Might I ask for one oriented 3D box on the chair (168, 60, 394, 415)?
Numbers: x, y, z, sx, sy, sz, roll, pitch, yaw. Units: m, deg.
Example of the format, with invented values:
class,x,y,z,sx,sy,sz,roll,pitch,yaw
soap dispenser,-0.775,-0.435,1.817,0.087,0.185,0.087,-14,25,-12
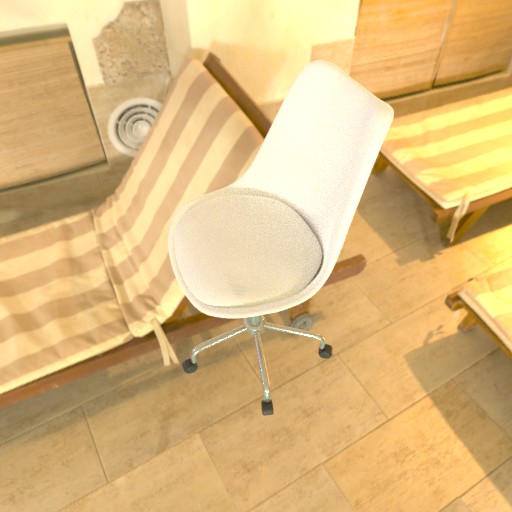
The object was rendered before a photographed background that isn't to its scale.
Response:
class,x,y,z,sx,sy,sz,roll,pitch,yaw
chair,0.000,0.000,1.273,0.550,0.930,0.550,-19,50,-17
